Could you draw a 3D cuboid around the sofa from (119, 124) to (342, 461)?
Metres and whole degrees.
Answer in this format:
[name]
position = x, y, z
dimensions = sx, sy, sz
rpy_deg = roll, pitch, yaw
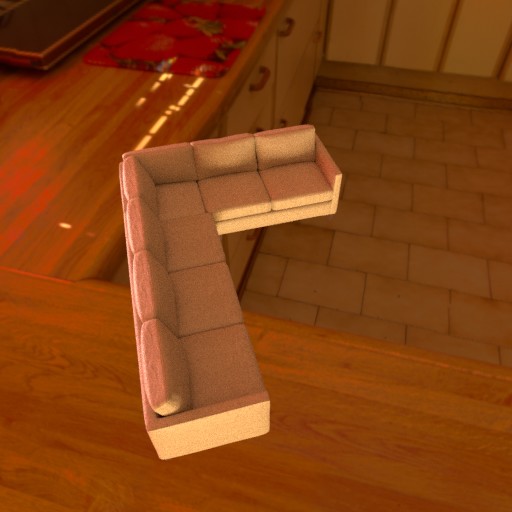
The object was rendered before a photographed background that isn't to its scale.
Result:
[sofa]
position = 0.000, 0.000, 4.558
dimensions = 2.522, 0.934, 3.333
rpy_deg = -11, 48, -10
